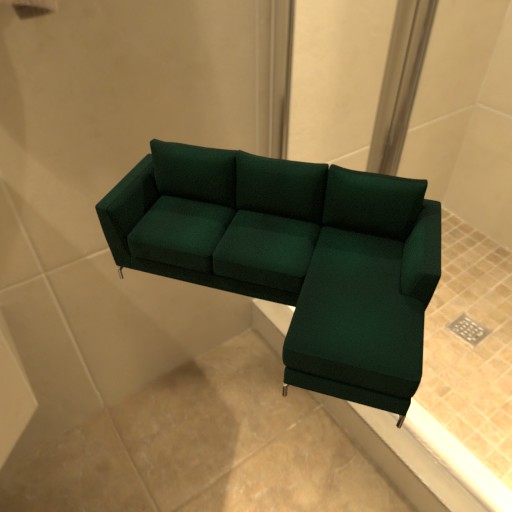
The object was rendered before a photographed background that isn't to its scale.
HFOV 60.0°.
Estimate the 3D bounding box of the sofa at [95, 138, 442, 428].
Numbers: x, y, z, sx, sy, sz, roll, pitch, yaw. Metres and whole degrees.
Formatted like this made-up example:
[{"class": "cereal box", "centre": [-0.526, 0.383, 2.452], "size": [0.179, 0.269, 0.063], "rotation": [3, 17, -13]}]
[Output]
[{"class": "sofa", "centre": [0.000, 0.000, 3.206], "size": [2.441, 1.007, 1.489], "rotation": [12, 43, 13]}]
